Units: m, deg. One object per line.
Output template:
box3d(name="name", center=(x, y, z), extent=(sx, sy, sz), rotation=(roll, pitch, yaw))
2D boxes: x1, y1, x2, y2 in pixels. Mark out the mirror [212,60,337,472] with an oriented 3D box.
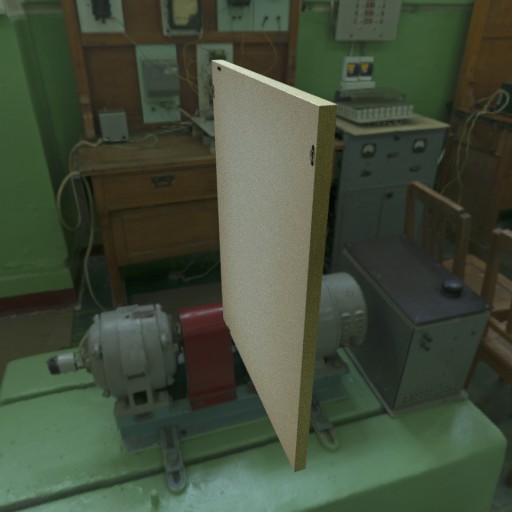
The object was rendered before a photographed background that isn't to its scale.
box3d(name="mirror", center=(0.000, 0.000, 1.340), extent=(0.040, 1.016, 0.762), rotation=(-10, 31, -17))
